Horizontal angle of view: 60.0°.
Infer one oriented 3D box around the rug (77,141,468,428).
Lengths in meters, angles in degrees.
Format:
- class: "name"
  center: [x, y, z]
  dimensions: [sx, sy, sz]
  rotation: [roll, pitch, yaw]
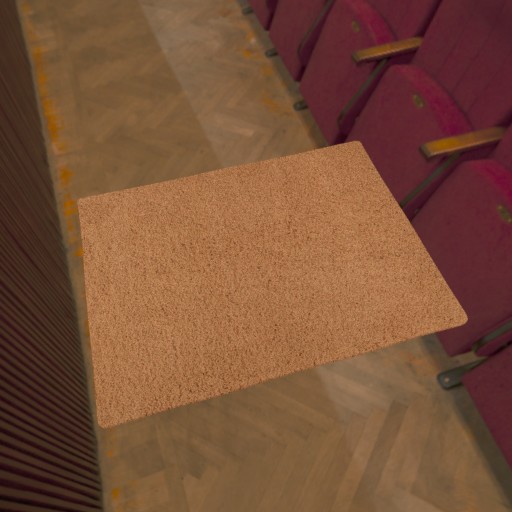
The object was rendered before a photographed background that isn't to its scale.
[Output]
- class: "rug"
  center: [0.000, 0.000, 2.133]
  dimensions: [1.600, 0.025, 1.199]
  rotation: [-14, 57, -9]
